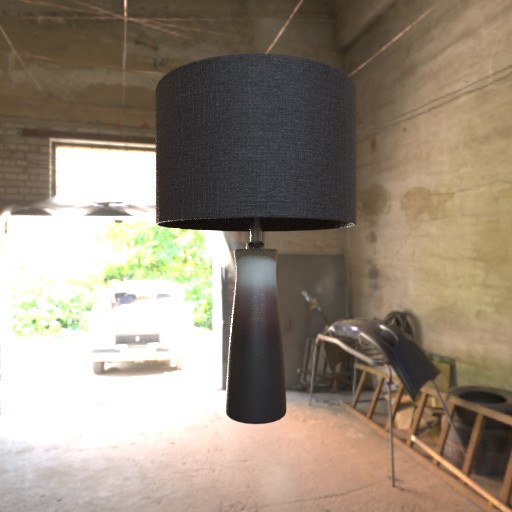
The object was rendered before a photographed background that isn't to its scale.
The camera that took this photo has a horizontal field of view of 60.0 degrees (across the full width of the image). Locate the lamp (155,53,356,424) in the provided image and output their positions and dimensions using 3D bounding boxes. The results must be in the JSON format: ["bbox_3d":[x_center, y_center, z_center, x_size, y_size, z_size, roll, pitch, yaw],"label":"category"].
[{"bbox_3d":[0.000,0.000,0.685,0.303,0.488,0.303,0,0,0],"label":"lamp"}]
